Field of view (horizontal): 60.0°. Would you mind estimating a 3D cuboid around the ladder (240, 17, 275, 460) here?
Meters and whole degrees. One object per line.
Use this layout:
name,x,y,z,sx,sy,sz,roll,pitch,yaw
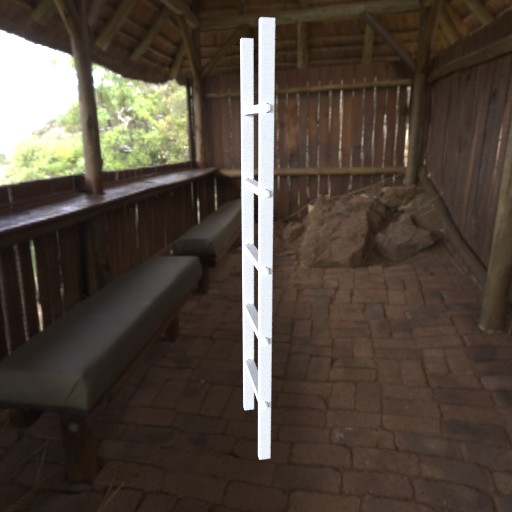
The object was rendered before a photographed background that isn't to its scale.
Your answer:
ladder,0.000,0.000,1.941,0.051,1.797,0.452,-3,17,-11
